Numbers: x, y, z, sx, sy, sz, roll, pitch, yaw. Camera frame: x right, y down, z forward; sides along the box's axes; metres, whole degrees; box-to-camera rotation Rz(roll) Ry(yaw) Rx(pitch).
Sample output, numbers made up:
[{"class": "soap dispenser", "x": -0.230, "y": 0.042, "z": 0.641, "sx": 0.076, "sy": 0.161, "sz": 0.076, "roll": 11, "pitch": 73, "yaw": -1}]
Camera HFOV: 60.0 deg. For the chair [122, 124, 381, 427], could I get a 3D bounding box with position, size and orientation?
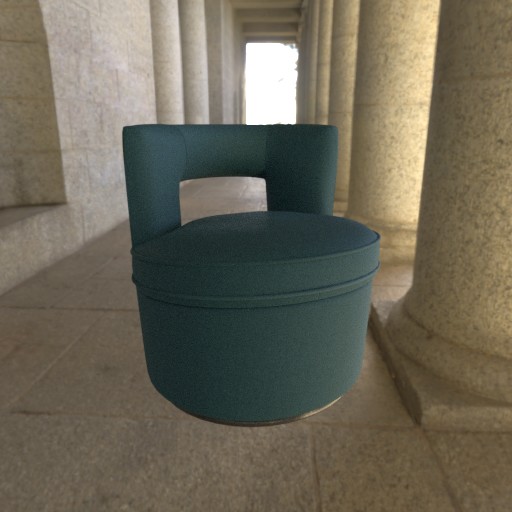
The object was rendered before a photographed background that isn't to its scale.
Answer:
[{"class": "chair", "x": 0.000, "y": 0.000, "z": 1.246, "sx": 0.684, "sy": 0.711, "sz": 0.660, "roll": -8, "pitch": 18, "yaw": -25}]
